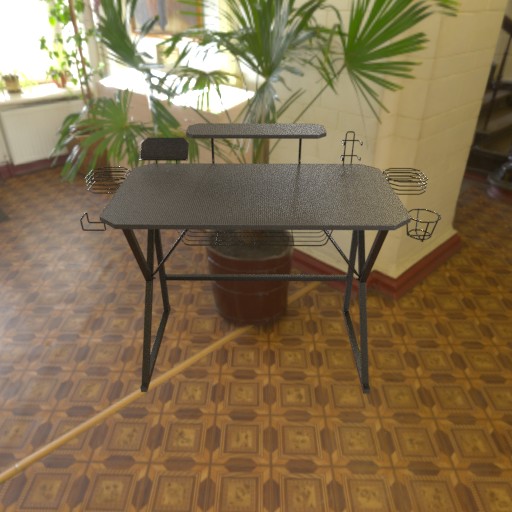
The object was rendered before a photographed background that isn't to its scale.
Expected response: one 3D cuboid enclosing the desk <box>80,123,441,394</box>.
[{"bbox_3d":[0.000,0.000,1.723,1.290,0.880,0.580,0,31,0],"label":"desk"}]
